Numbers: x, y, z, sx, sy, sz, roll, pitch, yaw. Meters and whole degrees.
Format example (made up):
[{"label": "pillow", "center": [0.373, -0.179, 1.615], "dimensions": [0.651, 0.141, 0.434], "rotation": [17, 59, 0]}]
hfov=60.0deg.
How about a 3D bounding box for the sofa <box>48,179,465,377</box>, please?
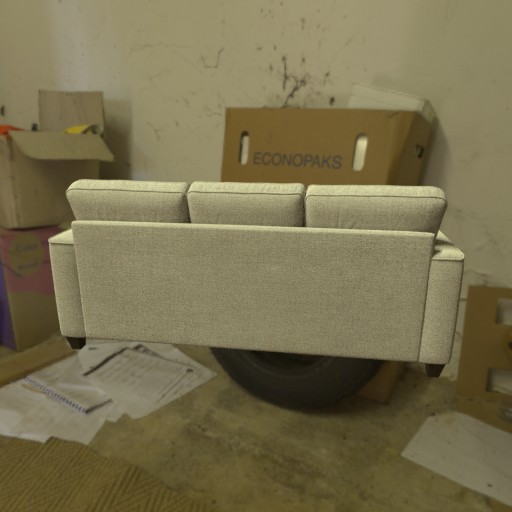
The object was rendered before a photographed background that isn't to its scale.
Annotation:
[{"label": "sofa", "center": [0.000, 0.000, 2.684], "dimensions": [2.133, 0.965, 0.939], "rotation": [3, 17, 8]}]
